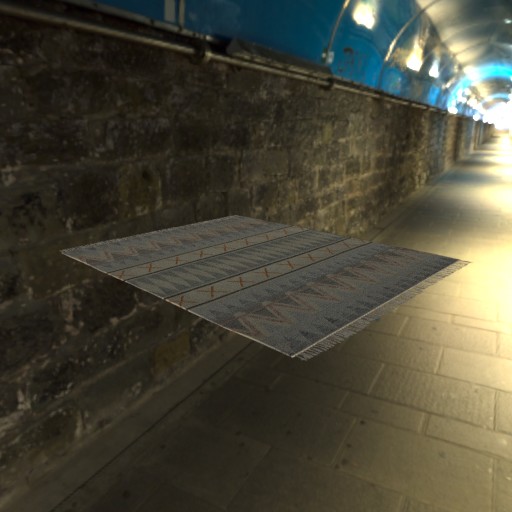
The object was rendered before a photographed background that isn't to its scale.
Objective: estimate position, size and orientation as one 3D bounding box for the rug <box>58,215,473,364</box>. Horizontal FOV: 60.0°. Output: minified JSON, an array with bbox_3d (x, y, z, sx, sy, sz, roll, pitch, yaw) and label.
[{"bbox_3d":[0.000,0.000,4.022,3.000,0.012,2.371,15,23,42],"label":"rug"}]
